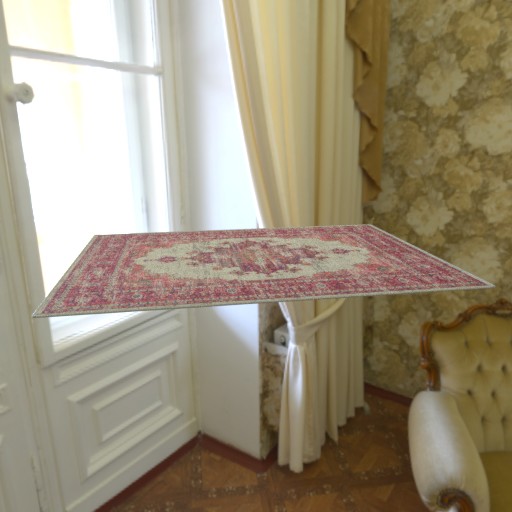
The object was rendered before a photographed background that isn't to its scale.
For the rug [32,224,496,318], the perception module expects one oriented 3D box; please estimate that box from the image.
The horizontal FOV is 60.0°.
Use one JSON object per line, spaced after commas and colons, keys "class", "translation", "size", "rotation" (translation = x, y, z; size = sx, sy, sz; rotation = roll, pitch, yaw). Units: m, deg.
{"class": "rug", "translation": [0.000, 0.000, 3.636], "size": [2.878, 0.014, 2.005], "rotation": [-3, 16, -9]}
